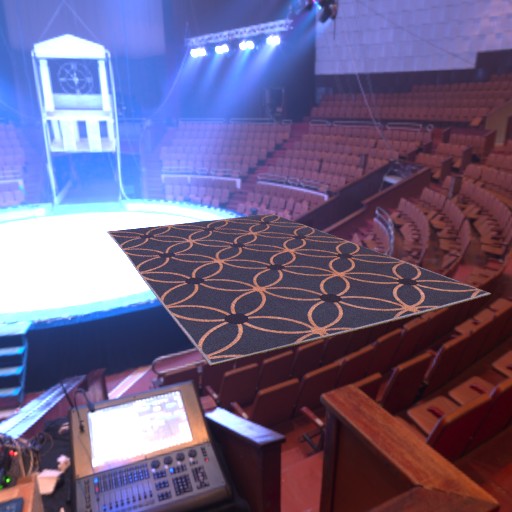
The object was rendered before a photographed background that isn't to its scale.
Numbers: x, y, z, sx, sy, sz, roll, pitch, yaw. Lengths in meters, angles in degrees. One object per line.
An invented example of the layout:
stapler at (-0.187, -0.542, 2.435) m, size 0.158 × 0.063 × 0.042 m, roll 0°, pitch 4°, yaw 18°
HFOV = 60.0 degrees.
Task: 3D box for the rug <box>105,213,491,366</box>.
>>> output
rug at (0.000, 0.000, 2.872) m, size 1.522 × 0.008 × 2.284 m, roll -9°, pitch 19°, yaw -26°
